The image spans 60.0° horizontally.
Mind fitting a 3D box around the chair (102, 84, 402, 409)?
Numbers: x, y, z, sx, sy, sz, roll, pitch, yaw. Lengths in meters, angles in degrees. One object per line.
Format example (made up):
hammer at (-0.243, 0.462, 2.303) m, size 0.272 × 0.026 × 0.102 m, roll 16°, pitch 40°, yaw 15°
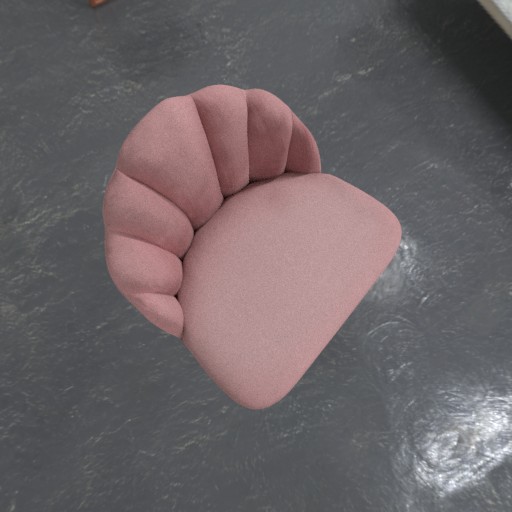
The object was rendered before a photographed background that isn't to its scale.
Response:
chair at (0.000, 0.000, 1.236) m, size 0.599 × 0.819 × 0.657 m, roll 39°, pitch 79°, yaw 9°
